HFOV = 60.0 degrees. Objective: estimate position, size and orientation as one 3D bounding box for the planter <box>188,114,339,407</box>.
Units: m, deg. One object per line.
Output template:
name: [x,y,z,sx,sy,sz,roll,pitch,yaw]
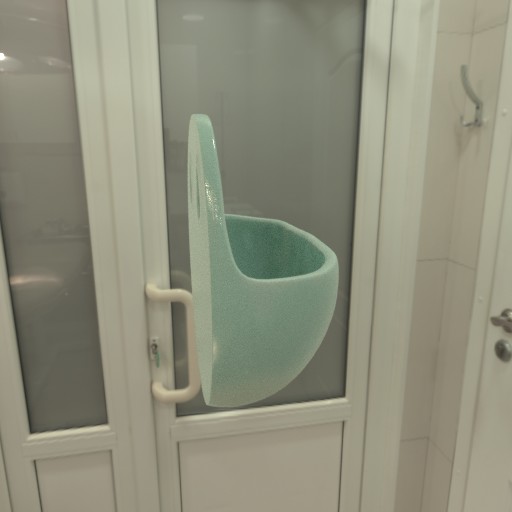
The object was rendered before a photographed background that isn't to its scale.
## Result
planter: [0.000,0.000,0.270,0.073,0.164,0.189,-3,14,-11]
